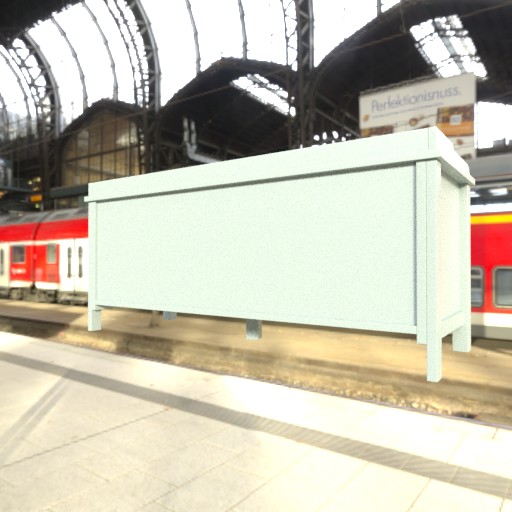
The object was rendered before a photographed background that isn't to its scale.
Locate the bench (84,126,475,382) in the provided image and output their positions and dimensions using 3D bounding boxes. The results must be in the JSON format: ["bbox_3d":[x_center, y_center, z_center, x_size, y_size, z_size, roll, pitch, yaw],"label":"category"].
[{"bbox_3d":[0.000,0.000,1.337,1.140,0.501,0.398,0,-1,35],"label":"bench"}]
